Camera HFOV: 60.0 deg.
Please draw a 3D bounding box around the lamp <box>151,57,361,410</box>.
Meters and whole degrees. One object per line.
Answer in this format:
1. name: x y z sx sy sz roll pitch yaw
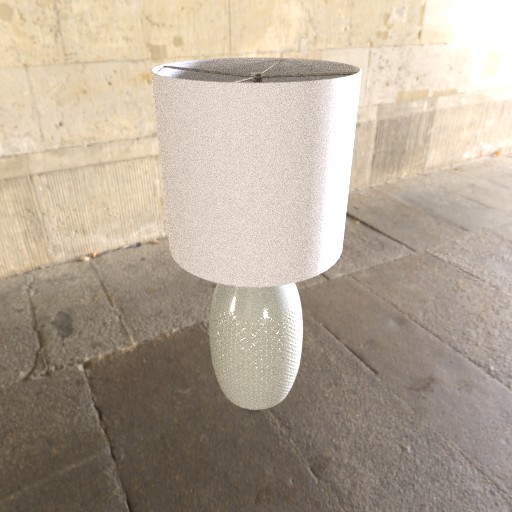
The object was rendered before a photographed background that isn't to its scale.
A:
1. lamp: 0.000 0.000 0.575 0.217 0.453 0.217 8 30 13
